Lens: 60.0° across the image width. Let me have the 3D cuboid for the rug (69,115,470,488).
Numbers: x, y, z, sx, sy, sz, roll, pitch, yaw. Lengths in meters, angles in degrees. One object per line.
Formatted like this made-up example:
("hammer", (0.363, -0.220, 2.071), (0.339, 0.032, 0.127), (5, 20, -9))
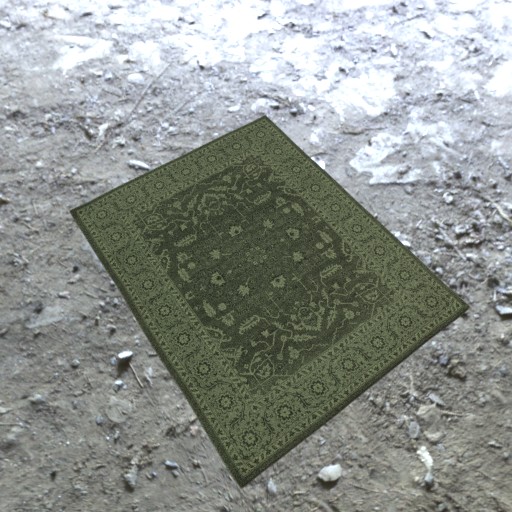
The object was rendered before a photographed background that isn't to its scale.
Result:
("rug", (0.000, 0.000, 4.173), (2.451, 0.026, 3.069), (-31, 63, -18))
